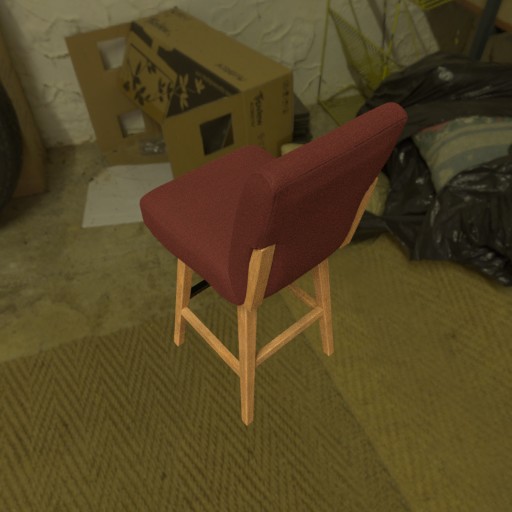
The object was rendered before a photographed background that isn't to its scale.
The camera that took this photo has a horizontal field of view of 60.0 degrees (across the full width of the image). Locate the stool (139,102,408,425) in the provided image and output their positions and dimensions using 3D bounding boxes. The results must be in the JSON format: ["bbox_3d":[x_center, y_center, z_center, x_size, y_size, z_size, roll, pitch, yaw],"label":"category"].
[{"bbox_3d":[0.000,0.000,1.390,0.468,1.093,0.562,-32,54,-27],"label":"stool"}]
